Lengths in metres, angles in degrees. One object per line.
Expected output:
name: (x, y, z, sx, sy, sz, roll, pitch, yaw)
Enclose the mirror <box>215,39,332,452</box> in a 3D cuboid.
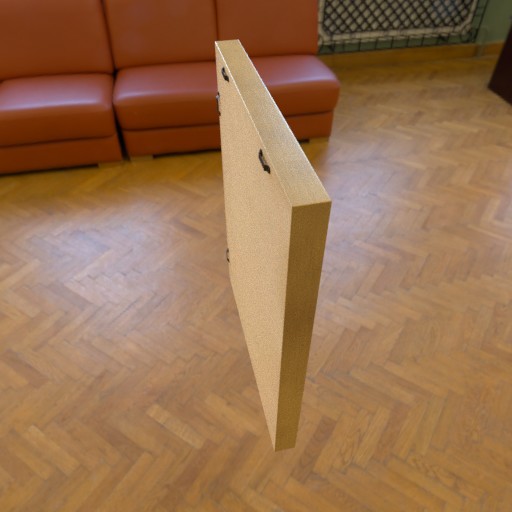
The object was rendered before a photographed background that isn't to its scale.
mirror: (0.000, 0.000, 0.694, 0.041, 0.509, 0.406, -9, 45, -9)
